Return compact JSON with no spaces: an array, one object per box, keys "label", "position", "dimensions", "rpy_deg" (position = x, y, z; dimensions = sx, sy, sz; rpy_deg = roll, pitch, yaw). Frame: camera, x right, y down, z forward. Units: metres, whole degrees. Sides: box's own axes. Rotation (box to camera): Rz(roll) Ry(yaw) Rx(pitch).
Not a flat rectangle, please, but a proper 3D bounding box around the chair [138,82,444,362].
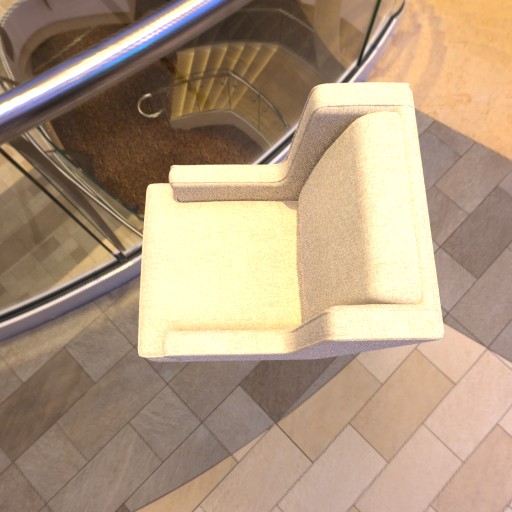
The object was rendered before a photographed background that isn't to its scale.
[{"label":"chair","position":[0.000,0.000,1.721],"dimensions":[0.948,1.082,0.764],"rpy_deg":[-1,74,0]}]
